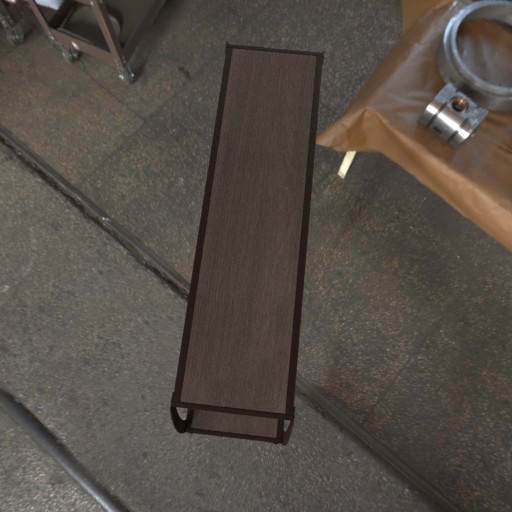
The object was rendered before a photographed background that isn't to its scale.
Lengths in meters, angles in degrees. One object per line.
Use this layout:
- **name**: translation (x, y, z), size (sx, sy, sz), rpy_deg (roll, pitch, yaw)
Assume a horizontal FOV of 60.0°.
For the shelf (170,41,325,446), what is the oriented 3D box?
- **shelf**: translation (0.000, 0.000, 1.876), size (0.344, 1.063, 1.403), rpy_deg (6, 75, 2)
